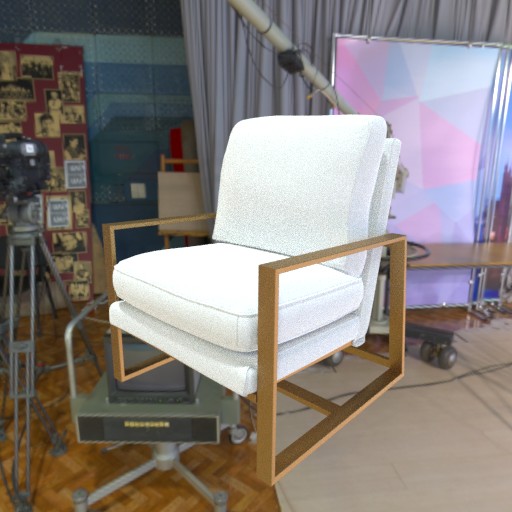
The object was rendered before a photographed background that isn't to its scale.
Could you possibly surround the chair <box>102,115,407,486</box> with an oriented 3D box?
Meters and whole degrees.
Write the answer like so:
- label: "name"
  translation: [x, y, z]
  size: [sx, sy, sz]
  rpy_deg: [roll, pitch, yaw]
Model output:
- label: "chair"
  translation: [0.000, 0.000, 1.562]
  size: [0.805, 0.966, 0.813]
  rpy_deg: [14, 20, 41]
